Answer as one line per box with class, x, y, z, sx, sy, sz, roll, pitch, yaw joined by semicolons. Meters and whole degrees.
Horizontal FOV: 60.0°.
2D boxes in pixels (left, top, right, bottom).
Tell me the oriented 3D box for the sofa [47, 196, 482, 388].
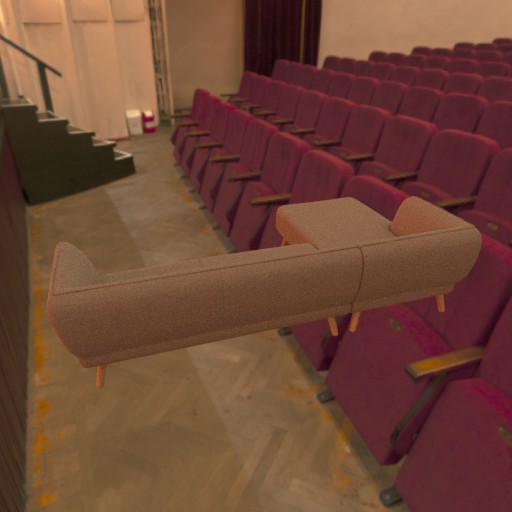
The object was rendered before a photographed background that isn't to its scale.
sofa;0.000;0.000;3.280;2.653;0.693;1.532;-9;29;-16
